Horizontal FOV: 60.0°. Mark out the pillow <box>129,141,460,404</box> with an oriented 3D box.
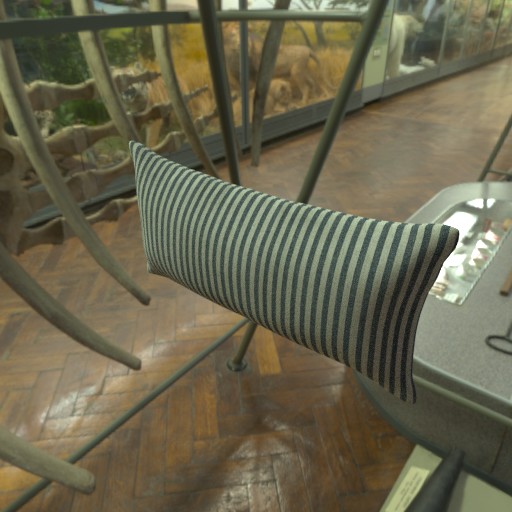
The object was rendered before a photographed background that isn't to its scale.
[{"bbox_3d":[0.000,0.000,0.760,0.617,0.295,0.151,21,36,33],"label":"pillow"}]
